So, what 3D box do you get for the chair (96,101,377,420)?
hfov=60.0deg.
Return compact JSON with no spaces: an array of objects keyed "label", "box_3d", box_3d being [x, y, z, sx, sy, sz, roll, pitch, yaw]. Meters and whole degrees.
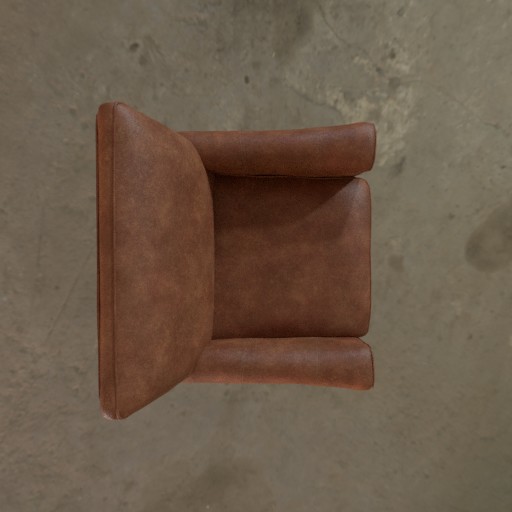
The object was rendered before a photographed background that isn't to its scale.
[{"label":"chair","box_3d":[0.000,0.000,1.583,0.823,0.943,0.870,0,92,0]}]
